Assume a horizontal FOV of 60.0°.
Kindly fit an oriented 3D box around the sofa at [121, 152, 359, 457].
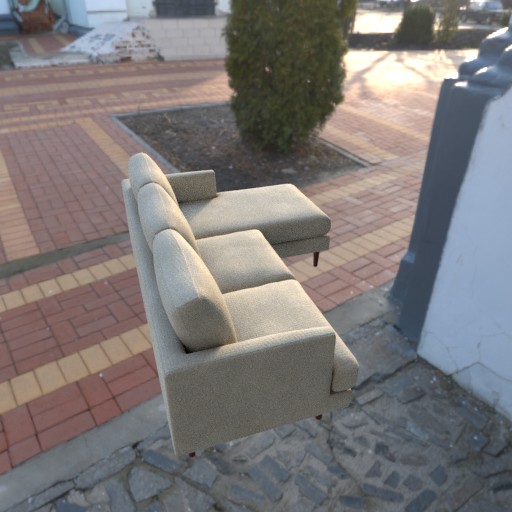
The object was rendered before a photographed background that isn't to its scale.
[{"bbox_3d":[0.000,0.000,2.925,1.504,0.956,2.233,-10,32,-16],"label":"sofa"}]
